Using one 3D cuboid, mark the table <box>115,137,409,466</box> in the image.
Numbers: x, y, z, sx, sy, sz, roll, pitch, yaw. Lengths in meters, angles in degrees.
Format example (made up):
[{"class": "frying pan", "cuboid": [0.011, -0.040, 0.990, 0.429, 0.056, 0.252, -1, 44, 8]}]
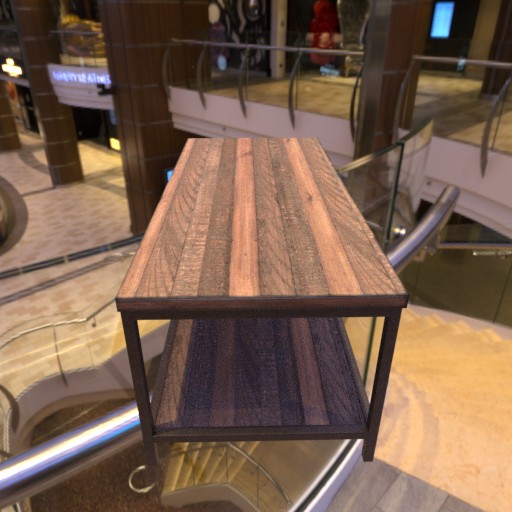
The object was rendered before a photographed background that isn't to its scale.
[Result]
[{"class": "table", "cuboid": [0.000, 0.000, 1.209, 0.452, 0.399, 0.990, -1, 29, -1]}]
